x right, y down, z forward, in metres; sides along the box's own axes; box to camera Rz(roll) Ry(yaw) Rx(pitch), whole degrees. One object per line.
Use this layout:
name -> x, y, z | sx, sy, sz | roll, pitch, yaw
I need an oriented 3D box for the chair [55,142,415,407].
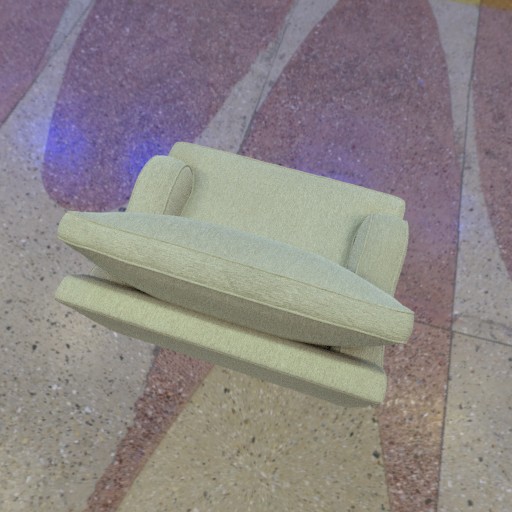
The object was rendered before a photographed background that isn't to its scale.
chair -> 0.000, 0.000, 1.970 | 1.220, 1.016, 1.041 | 16, 65, 8
